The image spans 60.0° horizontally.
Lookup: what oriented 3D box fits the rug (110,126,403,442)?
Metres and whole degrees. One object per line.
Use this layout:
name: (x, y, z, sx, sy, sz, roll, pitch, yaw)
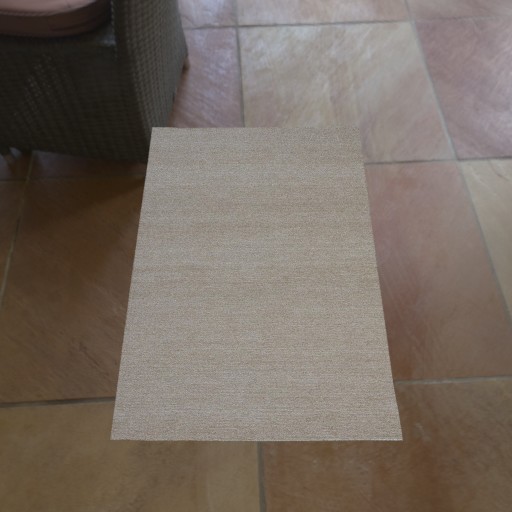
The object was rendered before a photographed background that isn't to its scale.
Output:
rug: (0.000, 0.000, 3.704, 2.032, 0.038, 2.869, 0, 63, 0)
